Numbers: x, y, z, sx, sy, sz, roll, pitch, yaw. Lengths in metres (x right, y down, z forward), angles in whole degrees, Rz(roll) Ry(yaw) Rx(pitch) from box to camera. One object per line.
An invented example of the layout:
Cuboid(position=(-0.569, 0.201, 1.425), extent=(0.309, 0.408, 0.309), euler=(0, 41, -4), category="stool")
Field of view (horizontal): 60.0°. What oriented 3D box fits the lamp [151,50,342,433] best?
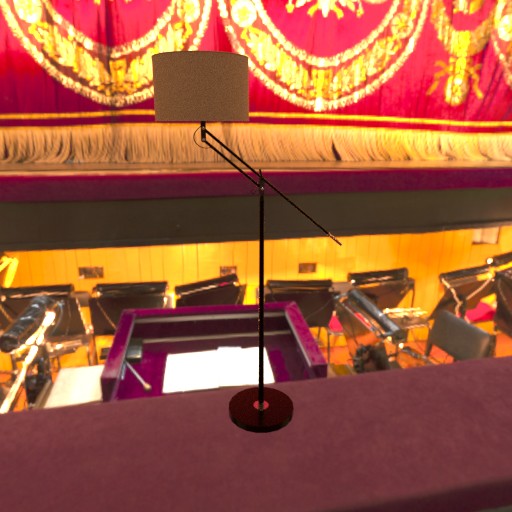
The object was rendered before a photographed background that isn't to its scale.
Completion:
Cuboid(position=(0.000, 0.000, 1.985), extent=(0.809, 1.635, 0.373), euler=(-3, 17, -10), category="lamp")
